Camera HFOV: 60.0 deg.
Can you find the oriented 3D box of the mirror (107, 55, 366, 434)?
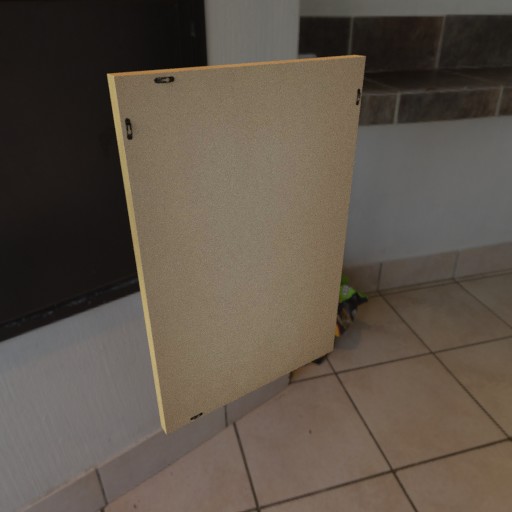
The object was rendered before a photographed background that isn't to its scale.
[{"bbox_3d":[0.000,0.000,1.143,0.609,0.915,0.040,-18,34,-29],"label":"mirror"}]
